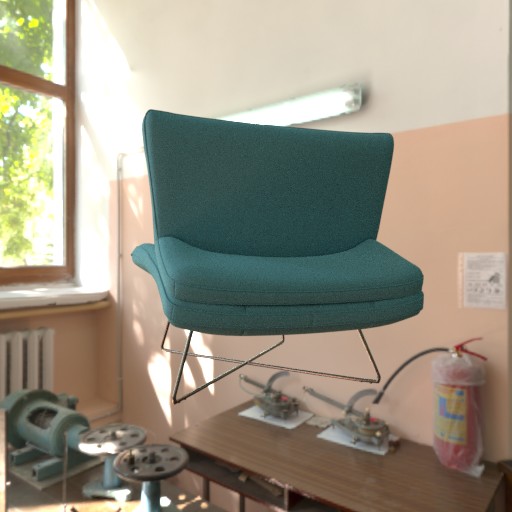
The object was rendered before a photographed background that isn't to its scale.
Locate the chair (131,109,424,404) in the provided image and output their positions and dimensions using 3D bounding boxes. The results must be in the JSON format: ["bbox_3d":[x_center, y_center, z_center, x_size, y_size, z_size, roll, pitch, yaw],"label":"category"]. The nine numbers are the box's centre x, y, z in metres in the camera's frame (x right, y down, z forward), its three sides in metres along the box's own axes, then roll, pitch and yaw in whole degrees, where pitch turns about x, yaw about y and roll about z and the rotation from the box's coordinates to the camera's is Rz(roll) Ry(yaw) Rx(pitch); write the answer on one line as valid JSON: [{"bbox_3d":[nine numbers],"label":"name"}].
[{"bbox_3d":[0.000,0.000,1.640,0.859,0.855,1.008,0,0,-18],"label":"chair"}]
